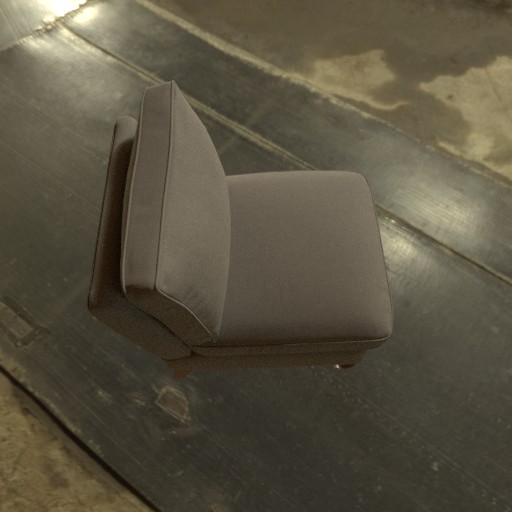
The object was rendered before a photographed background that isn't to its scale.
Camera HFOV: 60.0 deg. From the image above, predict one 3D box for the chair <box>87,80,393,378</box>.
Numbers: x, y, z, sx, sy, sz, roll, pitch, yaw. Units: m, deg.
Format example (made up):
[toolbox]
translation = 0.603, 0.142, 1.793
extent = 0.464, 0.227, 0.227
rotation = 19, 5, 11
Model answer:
[chair]
translation = 0.000, 0.000, 1.657
extent = 0.924, 1.045, 0.724
rotation = -1, 63, -1
